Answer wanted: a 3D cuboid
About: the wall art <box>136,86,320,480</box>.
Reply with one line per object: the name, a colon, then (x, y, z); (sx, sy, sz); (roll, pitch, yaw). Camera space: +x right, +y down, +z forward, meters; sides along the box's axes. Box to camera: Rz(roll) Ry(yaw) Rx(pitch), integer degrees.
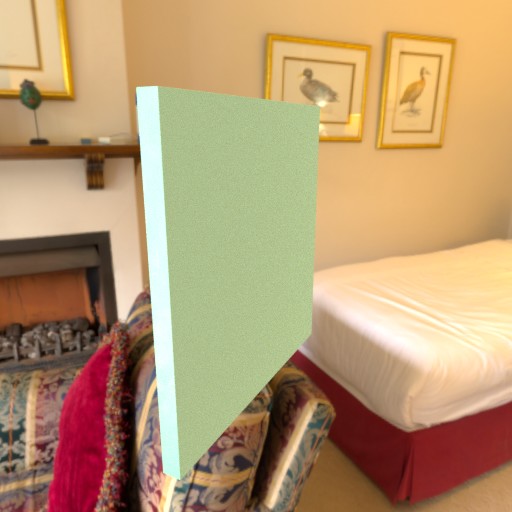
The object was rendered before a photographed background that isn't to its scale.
wall art: (0.000, 0.000, 0.904); (0.036, 0.603, 0.603); (8, 18, 26)
